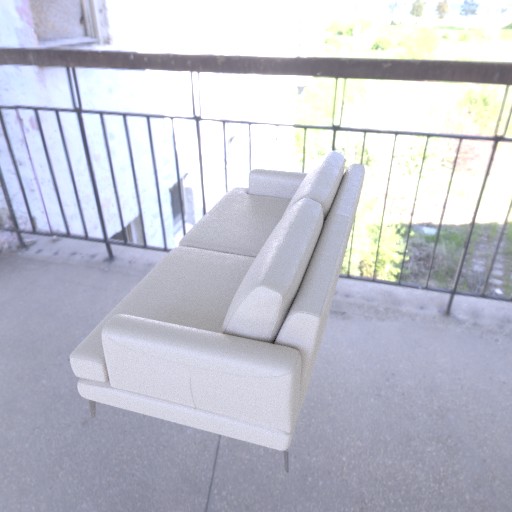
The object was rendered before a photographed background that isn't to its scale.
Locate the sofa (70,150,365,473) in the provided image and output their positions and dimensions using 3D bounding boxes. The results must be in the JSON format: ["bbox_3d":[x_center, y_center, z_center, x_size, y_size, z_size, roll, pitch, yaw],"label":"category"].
[{"bbox_3d":[0.000,0.000,2.408,0.974,0.765,1.940,9,31,15],"label":"sofa"}]
